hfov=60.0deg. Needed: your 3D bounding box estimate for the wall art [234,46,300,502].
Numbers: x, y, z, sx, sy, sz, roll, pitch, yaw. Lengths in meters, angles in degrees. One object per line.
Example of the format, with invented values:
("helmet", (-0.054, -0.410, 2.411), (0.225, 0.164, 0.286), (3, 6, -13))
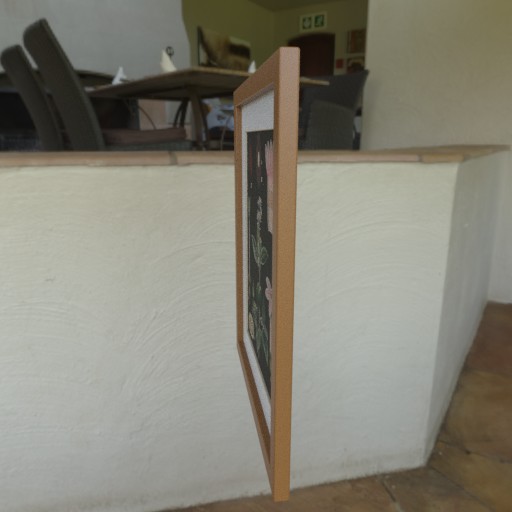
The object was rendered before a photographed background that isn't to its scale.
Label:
("wall art", (0.000, 0.000, 0.726), (0.021, 0.550, 0.449), (-2, 15, -8))
